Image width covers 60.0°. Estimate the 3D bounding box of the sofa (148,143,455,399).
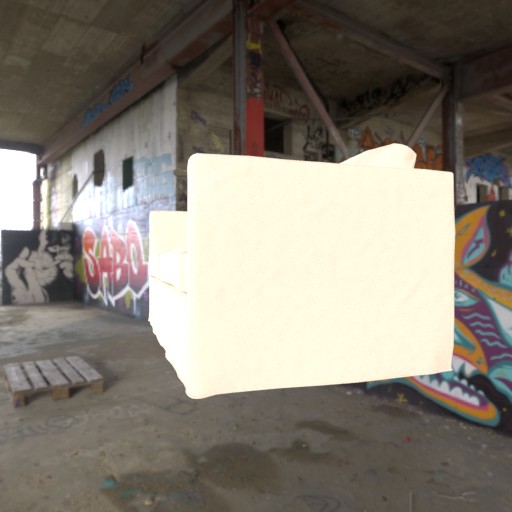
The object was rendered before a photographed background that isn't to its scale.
[{"bbox_3d":[0.000,0.000,2.236,0.962,0.834,1.746,0,0,-17],"label":"sofa"}]
